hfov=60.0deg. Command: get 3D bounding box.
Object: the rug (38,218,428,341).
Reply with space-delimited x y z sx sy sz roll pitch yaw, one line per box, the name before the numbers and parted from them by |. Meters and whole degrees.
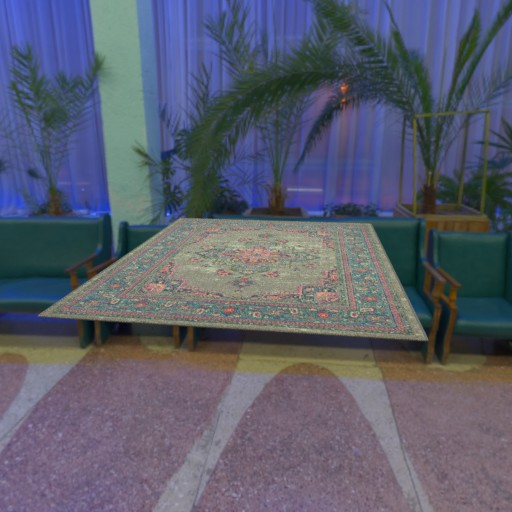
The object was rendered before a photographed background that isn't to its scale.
rug | 0.000 0.000 4.150 2.434 0.013 3.057 2 17 8
